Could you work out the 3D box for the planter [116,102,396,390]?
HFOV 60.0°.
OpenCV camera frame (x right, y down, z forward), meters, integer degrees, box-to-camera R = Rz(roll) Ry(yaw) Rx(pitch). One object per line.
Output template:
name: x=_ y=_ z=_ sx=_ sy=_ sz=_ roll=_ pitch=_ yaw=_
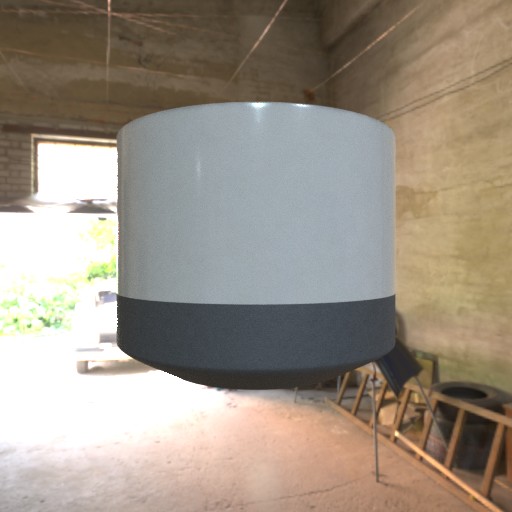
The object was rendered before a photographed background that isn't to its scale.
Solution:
planter: x=0.000 y=0.000 z=0.214 sx=0.128 sy=0.105 sz=0.128 roll=0 pitch=0 yaw=0
